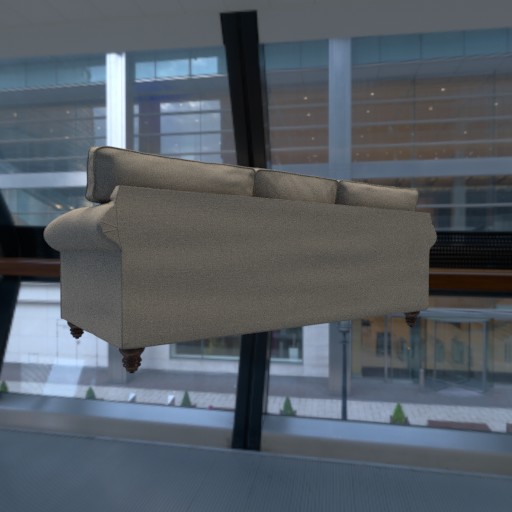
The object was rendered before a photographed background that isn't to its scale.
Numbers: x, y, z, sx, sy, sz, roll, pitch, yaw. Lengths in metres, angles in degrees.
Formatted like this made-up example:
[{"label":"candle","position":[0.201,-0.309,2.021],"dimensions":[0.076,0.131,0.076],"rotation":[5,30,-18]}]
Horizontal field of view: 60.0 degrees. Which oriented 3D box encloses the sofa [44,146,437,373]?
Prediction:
[{"label":"sofa","position":[0.000,0.000,2.575],"dimensions":[2.118,0.889,0.998],"rotation":[0,1,-36]}]
